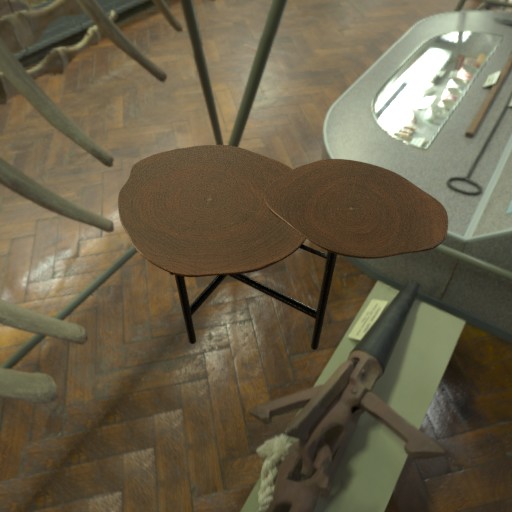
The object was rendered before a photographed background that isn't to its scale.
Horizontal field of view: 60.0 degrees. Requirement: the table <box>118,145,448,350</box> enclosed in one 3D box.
[{"bbox_3d":[0.000,0.000,1.091,0.759,0.538,0.442,26,53,21],"label":"table"}]
